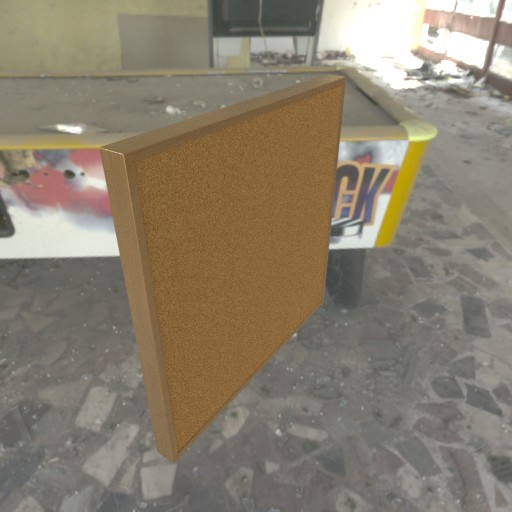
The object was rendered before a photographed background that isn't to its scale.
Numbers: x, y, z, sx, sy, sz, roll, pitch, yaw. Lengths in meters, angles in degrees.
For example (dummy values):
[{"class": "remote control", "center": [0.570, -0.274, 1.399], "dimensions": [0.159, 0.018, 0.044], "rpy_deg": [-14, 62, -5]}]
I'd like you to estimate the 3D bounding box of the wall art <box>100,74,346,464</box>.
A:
[{"class": "wall art", "center": [0.000, 0.000, 0.752], "dimensions": [0.037, 0.505, 0.505], "rpy_deg": [20, 37, 29]}]
